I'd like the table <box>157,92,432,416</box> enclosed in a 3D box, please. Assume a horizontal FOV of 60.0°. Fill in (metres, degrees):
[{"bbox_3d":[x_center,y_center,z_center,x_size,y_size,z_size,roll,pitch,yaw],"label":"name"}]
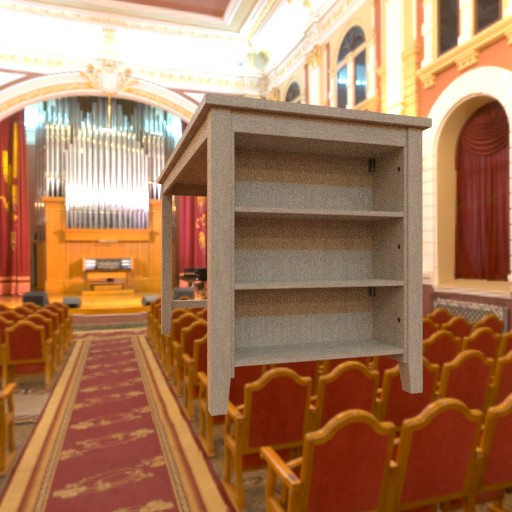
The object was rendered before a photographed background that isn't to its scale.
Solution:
[{"bbox_3d":[0.000,0.000,1.963,0.729,0.874,1.397,0,0,-18],"label":"table"}]
